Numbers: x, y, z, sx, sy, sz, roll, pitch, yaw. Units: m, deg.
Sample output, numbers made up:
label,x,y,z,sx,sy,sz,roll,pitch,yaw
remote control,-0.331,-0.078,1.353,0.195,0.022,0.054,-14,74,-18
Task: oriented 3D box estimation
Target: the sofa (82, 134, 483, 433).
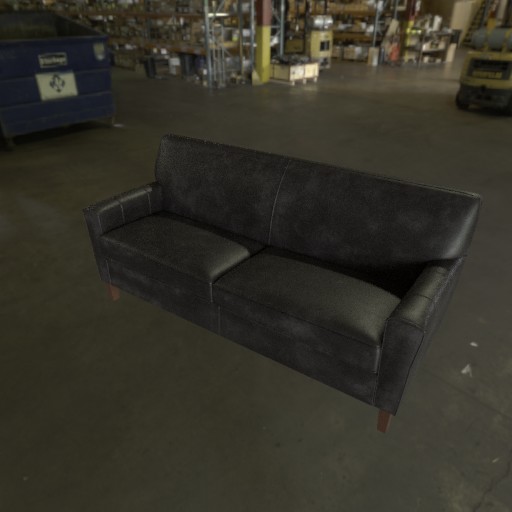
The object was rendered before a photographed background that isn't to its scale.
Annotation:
label,x,y,z,sx,sy,sz,roll,pitch,yaw
sofa,0.000,0.000,2.508,2.053,0.947,0.805,19,34,29
